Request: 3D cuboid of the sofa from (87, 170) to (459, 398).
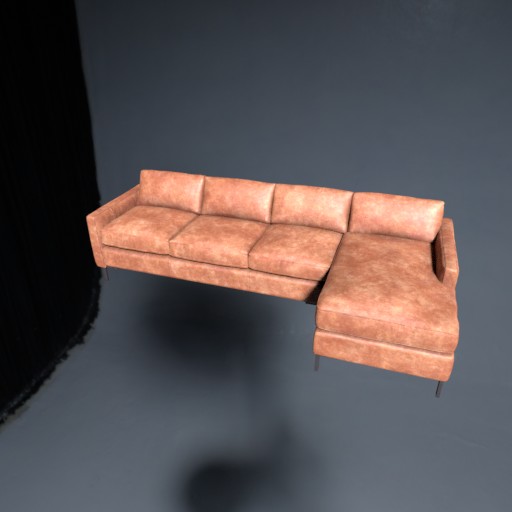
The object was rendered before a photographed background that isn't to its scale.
[{"bbox_3d":[0.000,0.000,3.600,2.993,0.859,1.471,9,29,16],"label":"sofa"}]
